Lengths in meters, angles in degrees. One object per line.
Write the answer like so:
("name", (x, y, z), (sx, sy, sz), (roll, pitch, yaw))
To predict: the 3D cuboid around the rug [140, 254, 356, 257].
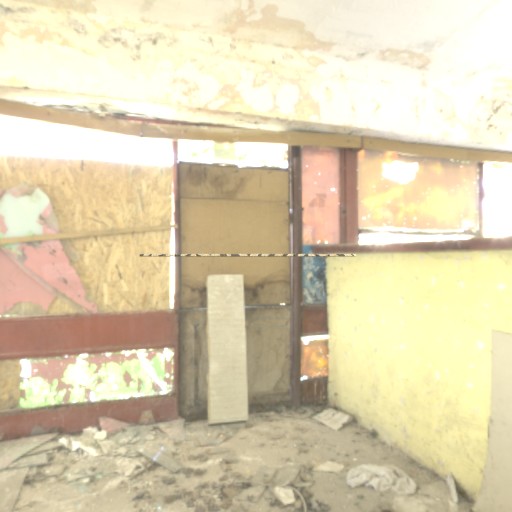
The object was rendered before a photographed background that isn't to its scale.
("rug", (0.000, 0.000, 2.505), (0.676, 0.008, 2.277), (0, 0, 1))
